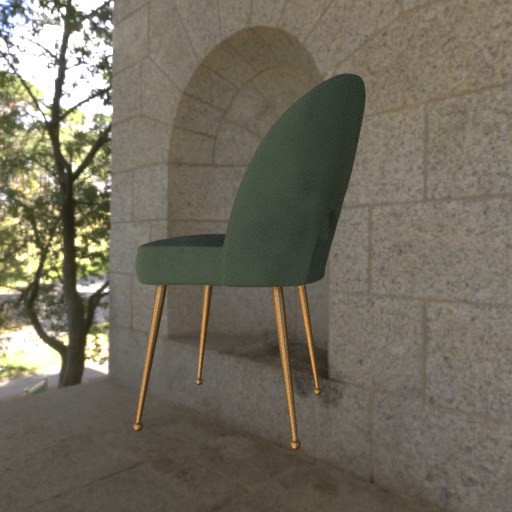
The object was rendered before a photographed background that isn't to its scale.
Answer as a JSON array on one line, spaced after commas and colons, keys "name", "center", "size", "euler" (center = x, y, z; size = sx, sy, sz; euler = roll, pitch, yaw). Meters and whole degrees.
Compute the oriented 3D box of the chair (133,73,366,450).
[{"name": "chair", "center": [0.000, 0.000, 1.208], "size": [0.577, 0.860, 0.527], "euler": [0, 1, 15]}]
